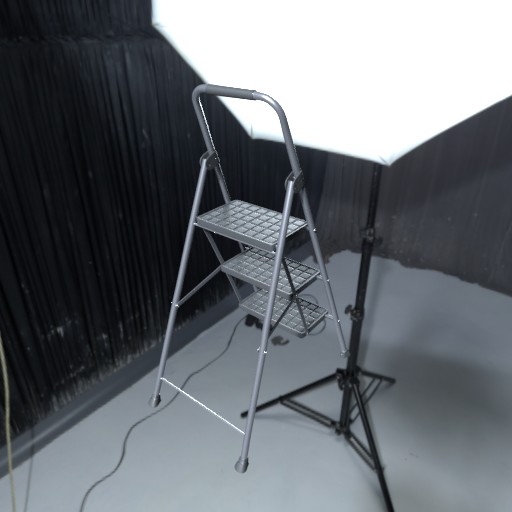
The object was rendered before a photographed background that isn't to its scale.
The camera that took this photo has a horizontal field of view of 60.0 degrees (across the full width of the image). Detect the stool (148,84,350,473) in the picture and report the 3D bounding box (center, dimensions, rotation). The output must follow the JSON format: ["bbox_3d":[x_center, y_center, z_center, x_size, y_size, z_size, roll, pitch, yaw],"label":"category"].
[{"bbox_3d":[0.000,0.000,1.521,0.473,1.121,0.733,21,35,33],"label":"stool"}]
